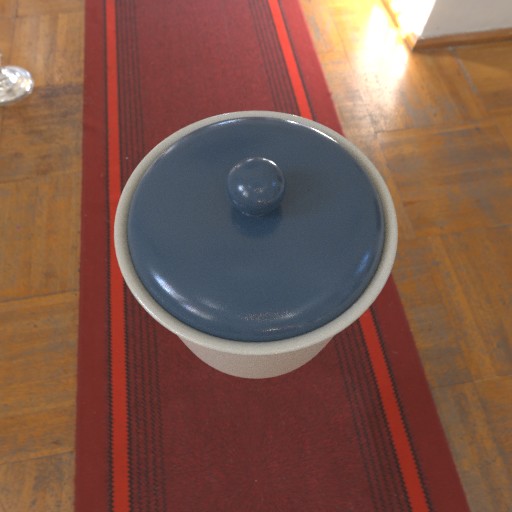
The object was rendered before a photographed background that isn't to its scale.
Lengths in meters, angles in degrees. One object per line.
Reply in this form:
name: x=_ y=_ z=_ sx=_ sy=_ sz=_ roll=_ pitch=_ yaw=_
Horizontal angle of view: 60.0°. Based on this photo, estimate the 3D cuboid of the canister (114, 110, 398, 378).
canister: x=0.000 y=0.000 z=0.338 sx=0.182 sy=0.208 sz=0.182 roll=0 pitch=63 yaw=0
